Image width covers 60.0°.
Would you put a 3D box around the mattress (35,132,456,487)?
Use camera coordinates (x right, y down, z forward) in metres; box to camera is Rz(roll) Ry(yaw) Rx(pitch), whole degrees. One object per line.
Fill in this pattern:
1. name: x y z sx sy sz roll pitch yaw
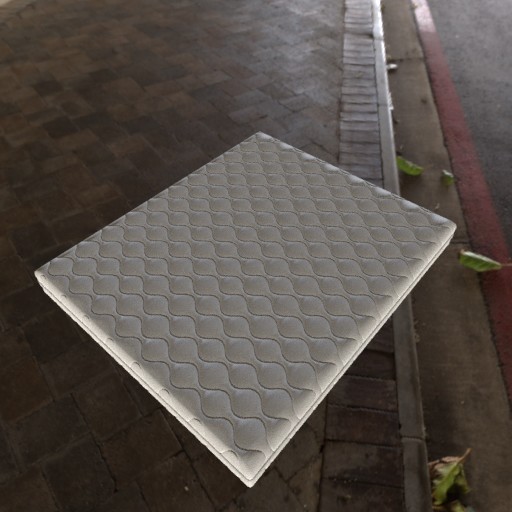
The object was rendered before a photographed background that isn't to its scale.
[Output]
1. mattress: 0.000 0.000 2.611 1.600 0.200 1.900 33 55 27
